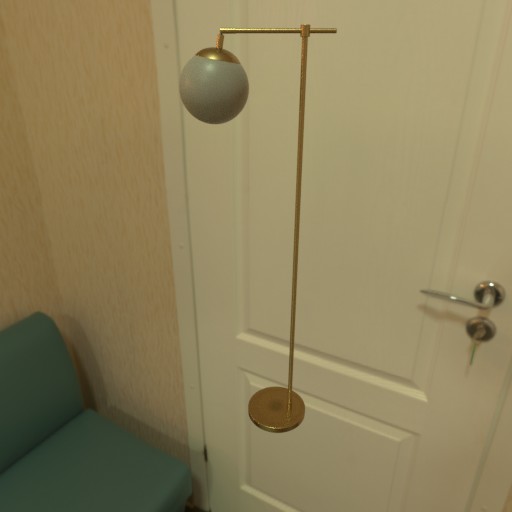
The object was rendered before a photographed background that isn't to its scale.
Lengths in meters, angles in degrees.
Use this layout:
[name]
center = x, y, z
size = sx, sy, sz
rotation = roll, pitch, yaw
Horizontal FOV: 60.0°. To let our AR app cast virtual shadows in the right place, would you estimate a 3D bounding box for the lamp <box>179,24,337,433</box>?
[lamp]
center = 0.000, 0.000, 1.626
size = 0.476, 1.505, 0.249
rotation = 0, 25, 0
